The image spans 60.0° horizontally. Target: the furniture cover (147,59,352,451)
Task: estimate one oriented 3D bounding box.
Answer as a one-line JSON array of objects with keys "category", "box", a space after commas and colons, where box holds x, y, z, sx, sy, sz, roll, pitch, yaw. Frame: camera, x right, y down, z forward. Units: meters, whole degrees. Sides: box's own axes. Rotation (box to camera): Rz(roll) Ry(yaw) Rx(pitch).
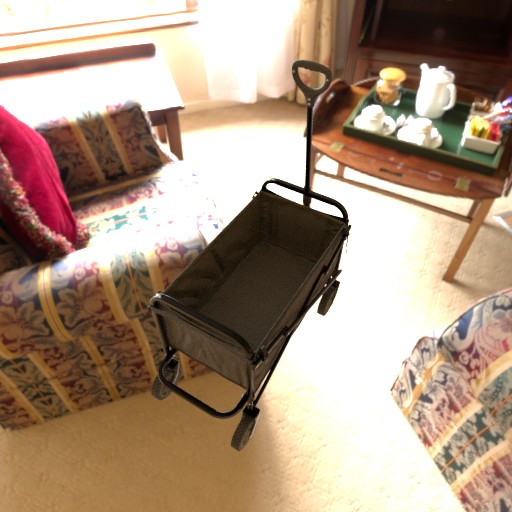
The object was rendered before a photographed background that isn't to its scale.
[{"category": "furniture cover", "box": [0.000, 0.000, 1.792, 0.532, 1.295, 1.038, 24, 51, 21]}]
